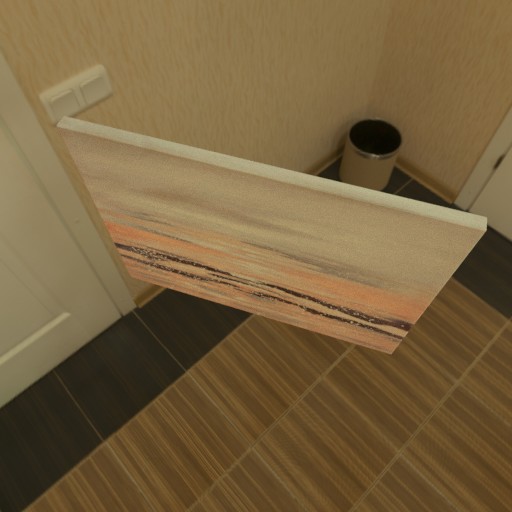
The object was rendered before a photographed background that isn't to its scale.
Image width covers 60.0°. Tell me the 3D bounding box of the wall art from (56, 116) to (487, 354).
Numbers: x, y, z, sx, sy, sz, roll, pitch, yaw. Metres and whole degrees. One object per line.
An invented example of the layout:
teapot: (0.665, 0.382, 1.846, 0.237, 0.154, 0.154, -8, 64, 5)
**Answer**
wall art: (0.000, 0.000, 1.331, 1.015, 0.763, 0.038, 15, 60, 9)
